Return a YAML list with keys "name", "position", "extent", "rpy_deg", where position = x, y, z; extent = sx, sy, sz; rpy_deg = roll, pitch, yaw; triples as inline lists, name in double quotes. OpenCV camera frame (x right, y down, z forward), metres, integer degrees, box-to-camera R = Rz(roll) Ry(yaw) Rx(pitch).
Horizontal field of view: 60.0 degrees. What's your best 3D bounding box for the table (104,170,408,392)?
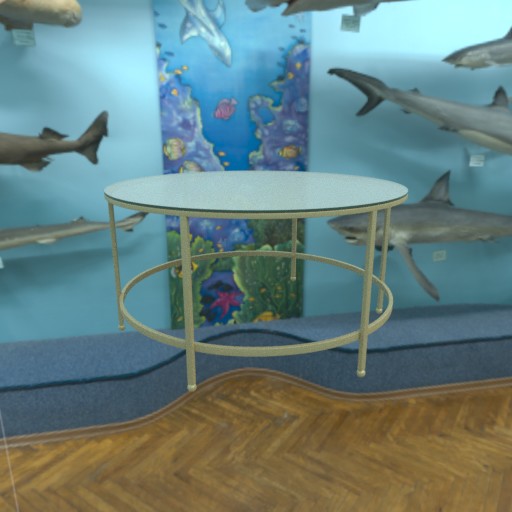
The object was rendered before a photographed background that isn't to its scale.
- name: "table"
  position: [0.000, 0.000, 1.459]
  extent: [0.914, 0.470, 0.914]
  rpy_deg: [0, 16, 0]
